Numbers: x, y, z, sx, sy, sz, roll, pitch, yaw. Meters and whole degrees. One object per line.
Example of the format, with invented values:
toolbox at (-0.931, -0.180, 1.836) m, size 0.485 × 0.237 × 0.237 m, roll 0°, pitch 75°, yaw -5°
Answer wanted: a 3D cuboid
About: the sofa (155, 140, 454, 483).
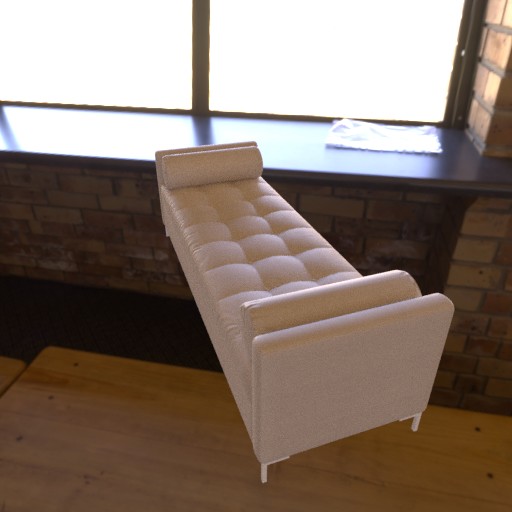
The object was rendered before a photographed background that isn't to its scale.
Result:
sofa at (0.000, 0.000, 2.292) m, size 0.686 × 0.635 × 1.981 m, roll -10°, pitch 32°, yaw -17°
